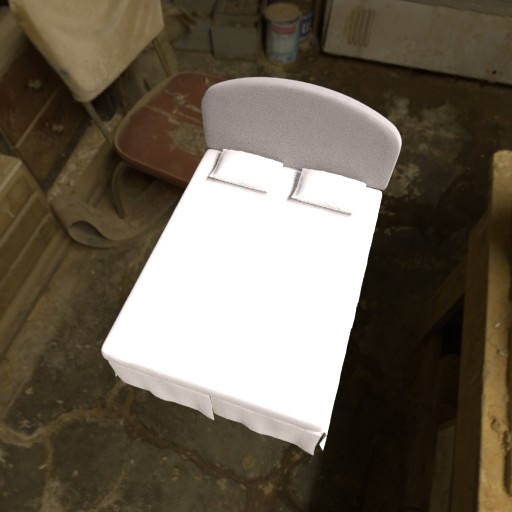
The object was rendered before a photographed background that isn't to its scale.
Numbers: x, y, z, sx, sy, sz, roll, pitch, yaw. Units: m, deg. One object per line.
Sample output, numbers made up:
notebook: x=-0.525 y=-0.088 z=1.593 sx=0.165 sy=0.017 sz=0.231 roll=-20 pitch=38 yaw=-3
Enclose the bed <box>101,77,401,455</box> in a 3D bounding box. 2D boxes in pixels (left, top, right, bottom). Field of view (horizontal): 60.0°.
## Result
bed: x=0.000 y=0.000 z=3.084 sx=1.607 sy=1.410 sz=2.005 roll=16 pitch=60 yaw=9
